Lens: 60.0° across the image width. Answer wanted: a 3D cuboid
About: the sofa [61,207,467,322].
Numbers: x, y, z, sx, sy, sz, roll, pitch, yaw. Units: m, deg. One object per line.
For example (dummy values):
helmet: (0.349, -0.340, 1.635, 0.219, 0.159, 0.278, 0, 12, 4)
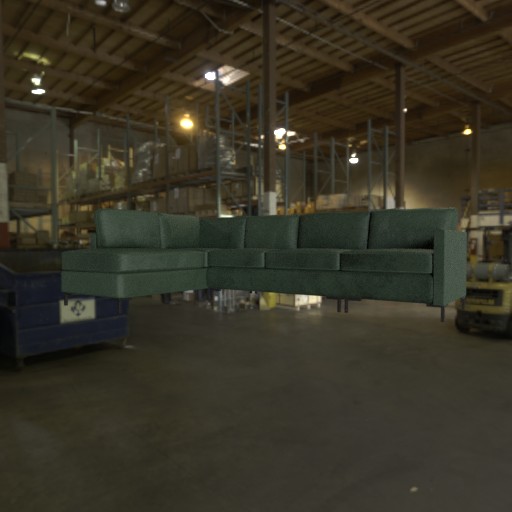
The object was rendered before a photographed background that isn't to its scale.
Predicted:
sofa: (0.000, 0.000, 4.293, 3.384, 0.996, 2.048, 1, 2, 35)
